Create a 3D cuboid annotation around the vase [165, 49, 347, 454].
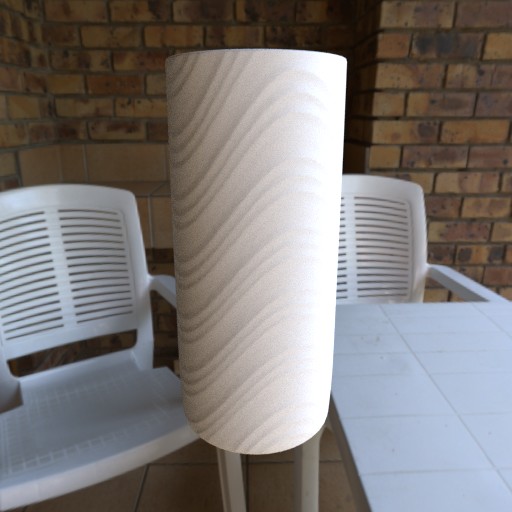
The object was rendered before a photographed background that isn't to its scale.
[{"bbox_3d":[0.000,0.000,0.390,0.143,0.316,0.143,0,18,0],"label":"vase"}]
